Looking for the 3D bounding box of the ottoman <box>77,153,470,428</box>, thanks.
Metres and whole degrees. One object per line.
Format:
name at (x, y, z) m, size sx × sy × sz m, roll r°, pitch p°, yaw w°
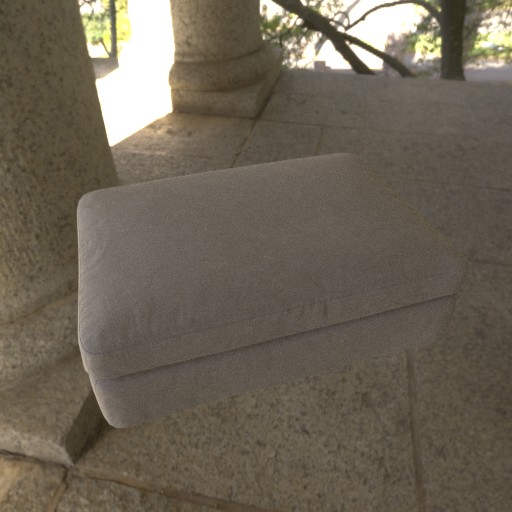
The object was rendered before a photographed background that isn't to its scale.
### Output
ottoman at (0.000, 0.000, 1.613) m, size 1.199 × 0.429 × 0.840 m, roll -11°, pitch 41°, yaw -13°
